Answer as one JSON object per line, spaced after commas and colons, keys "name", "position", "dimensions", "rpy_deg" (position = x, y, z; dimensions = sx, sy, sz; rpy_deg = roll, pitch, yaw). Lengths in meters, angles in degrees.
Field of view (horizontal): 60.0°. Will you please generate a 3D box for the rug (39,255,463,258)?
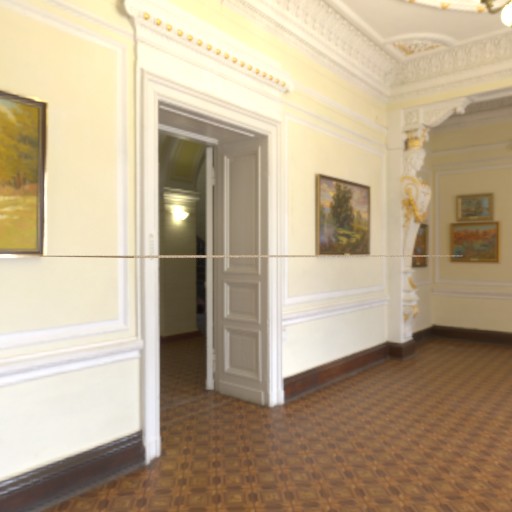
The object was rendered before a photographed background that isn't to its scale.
{"name": "rug", "position": [0.000, 0.000, 3.670], "dimensions": [2.895, 0.006, 1.981], "rpy_deg": [0, 0, -37]}
